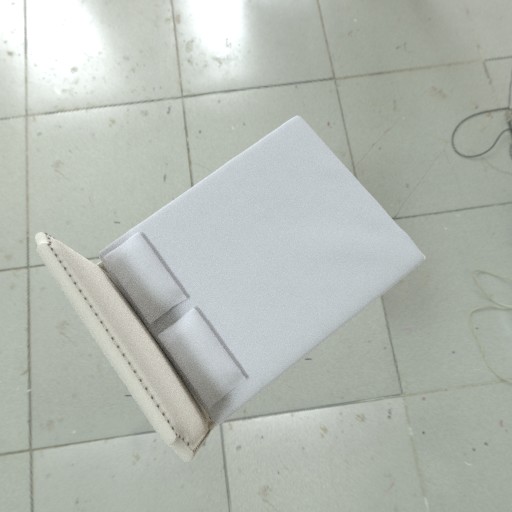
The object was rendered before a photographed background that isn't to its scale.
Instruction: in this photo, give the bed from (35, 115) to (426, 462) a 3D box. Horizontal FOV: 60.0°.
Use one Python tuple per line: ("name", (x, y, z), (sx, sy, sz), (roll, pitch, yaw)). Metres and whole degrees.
("bed", (0.000, 0.000, 3.456), (2.372, 1.497, 1.712), (-37, 79, -9))
